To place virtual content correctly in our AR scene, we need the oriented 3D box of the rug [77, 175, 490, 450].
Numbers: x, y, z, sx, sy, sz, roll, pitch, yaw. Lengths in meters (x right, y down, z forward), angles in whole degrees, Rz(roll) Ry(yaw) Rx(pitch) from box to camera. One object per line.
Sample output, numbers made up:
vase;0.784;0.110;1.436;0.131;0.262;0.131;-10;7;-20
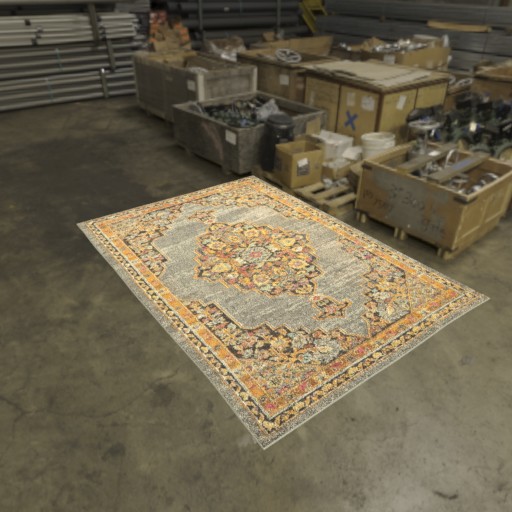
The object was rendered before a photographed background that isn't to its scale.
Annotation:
rug;0.000;0.000;3.857;2.158;0.024;3.063;-21;38;-30
